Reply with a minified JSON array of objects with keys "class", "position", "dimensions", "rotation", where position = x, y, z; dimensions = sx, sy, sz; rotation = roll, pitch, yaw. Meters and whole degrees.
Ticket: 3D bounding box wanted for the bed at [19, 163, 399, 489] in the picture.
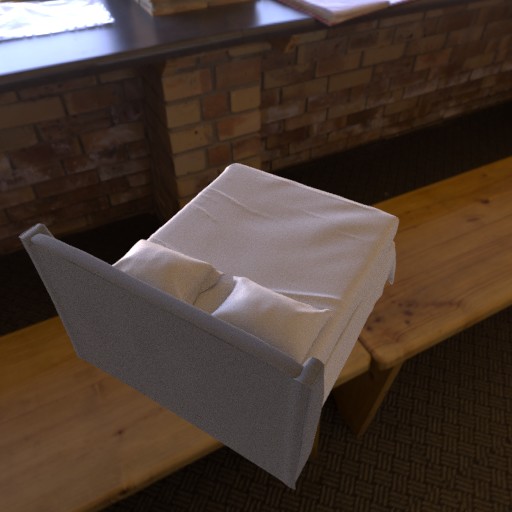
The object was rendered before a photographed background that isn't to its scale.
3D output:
[{"class":"bed","position":[0.000,0.000,3.376],"dimensions":[1.925,1.332,2.276],"rotation":[23,49,21]}]
